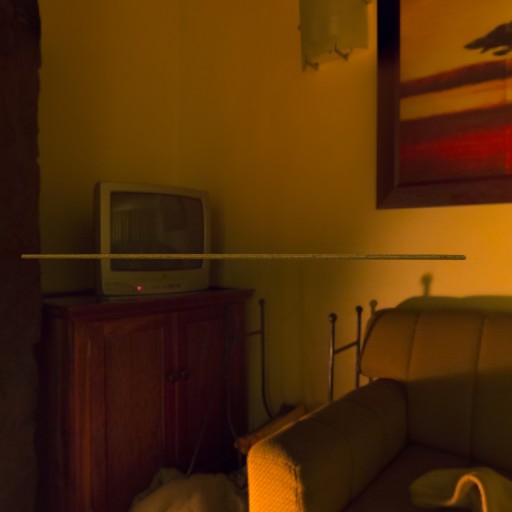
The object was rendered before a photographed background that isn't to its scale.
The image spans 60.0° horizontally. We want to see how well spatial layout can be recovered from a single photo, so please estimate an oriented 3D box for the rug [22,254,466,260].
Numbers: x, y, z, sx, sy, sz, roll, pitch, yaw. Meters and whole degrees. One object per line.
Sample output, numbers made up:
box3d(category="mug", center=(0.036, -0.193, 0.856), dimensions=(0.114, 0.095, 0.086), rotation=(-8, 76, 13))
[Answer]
box3d(category="rug", center=(0.000, 0.000, 2.289), dimensions=(1.829, 0.016, 1.219), rotation=(0, 0, 18))
